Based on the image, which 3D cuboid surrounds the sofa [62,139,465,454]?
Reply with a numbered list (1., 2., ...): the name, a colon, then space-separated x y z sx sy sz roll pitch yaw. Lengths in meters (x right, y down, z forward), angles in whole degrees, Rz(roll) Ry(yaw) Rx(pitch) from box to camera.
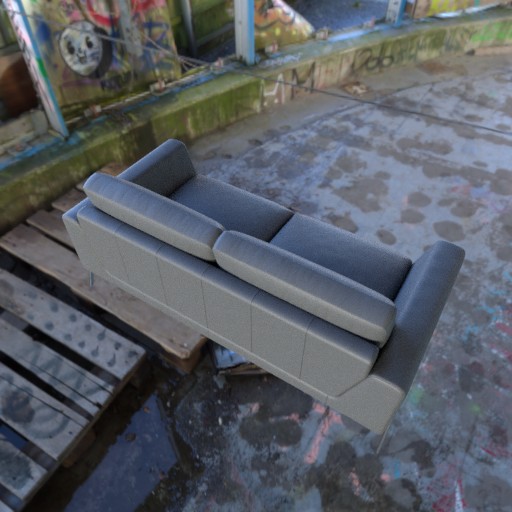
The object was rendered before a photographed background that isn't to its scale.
1. sofa: 0.000 0.000 2.512 2.017 0.875 0.953 25 51 22
